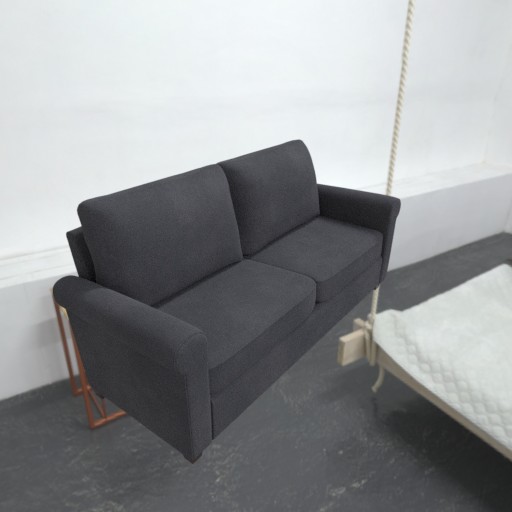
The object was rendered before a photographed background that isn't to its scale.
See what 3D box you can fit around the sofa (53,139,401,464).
[{"bbox_3d":[0.000,0.000,2.400,0.842,0.942,1.935,19,32,33],"label":"sofa"}]
